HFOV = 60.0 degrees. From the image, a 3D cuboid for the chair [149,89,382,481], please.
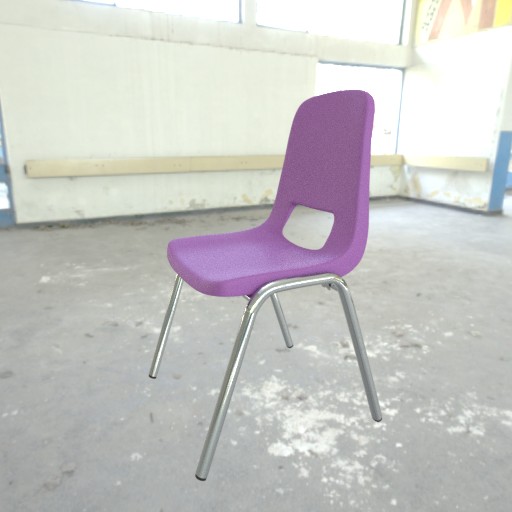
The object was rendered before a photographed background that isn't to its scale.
[{"bbox_3d":[0.000,0.000,0.686,0.301,0.493,0.291,-7,17,-25],"label":"chair"}]
